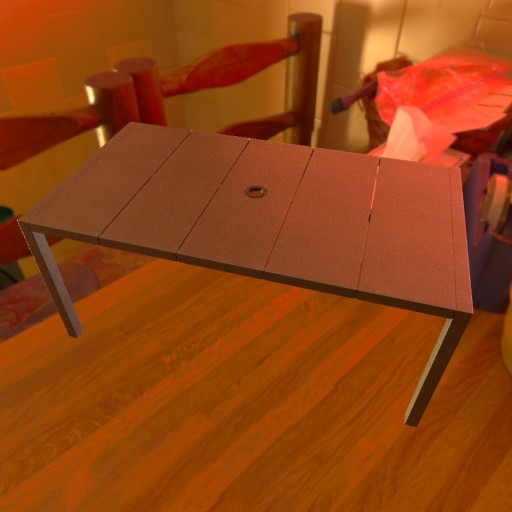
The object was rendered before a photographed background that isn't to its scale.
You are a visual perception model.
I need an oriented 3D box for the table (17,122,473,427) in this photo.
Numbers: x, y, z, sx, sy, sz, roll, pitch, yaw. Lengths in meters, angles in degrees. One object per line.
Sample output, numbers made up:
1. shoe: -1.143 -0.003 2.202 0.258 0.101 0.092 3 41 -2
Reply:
1. table: 0.000 0.000 2.123 1.680 0.735 0.914 11 43 12
